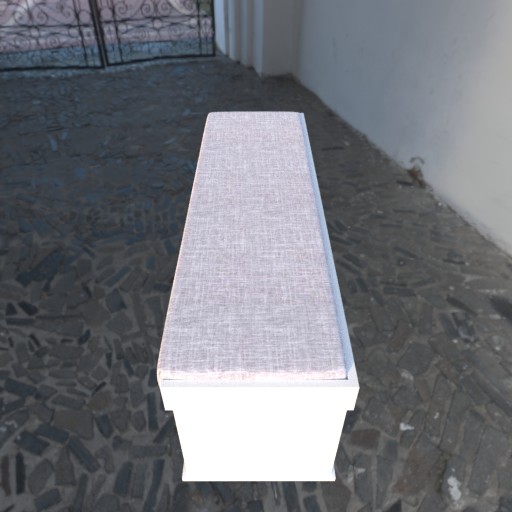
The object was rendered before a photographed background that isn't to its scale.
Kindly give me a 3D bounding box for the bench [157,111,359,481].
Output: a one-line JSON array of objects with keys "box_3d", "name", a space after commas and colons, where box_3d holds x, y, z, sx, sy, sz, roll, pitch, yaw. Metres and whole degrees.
[{"box_3d": [0.000, 0.000, 1.367, 0.363, 0.453, 1.196, 0, 40, 0], "name": "bench"}]
